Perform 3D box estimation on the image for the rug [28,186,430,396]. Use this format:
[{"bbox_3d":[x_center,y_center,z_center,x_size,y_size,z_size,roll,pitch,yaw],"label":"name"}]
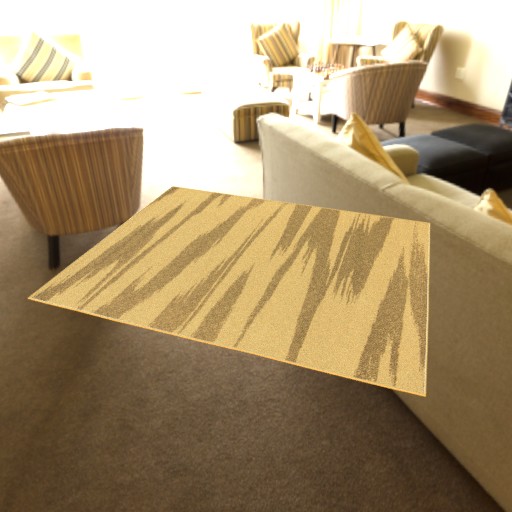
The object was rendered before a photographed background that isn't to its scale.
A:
[{"bbox_3d":[0.000,0.000,3.971,2.945,0.014,2.353,10,33,16],"label":"rug"}]
